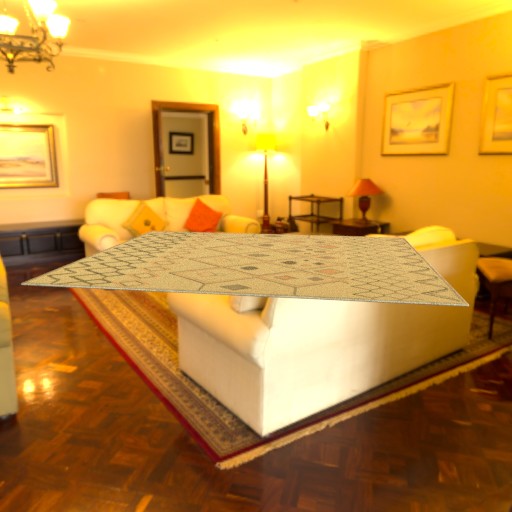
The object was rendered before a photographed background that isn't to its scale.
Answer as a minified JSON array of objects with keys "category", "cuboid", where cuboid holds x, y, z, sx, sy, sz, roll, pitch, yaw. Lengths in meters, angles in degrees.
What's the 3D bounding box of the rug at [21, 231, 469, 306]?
[{"category":"rug","cuboid":[0.000,0.000,4.136,3.050,0.016,2.441,2,12,9]}]
